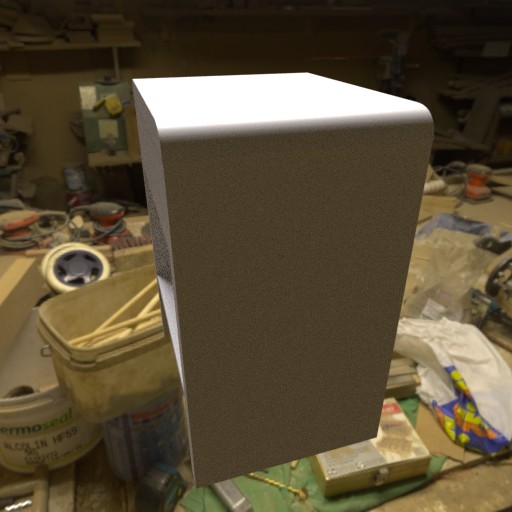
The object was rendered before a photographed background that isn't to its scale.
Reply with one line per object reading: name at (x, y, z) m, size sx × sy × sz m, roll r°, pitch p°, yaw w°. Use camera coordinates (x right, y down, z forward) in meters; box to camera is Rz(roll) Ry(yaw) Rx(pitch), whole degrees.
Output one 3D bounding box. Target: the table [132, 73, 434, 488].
table at (0.000, 0.000, 0.829) m, size 0.350 × 0.590 × 0.450 m, roll -8°, pitch 30°, yaw -15°
